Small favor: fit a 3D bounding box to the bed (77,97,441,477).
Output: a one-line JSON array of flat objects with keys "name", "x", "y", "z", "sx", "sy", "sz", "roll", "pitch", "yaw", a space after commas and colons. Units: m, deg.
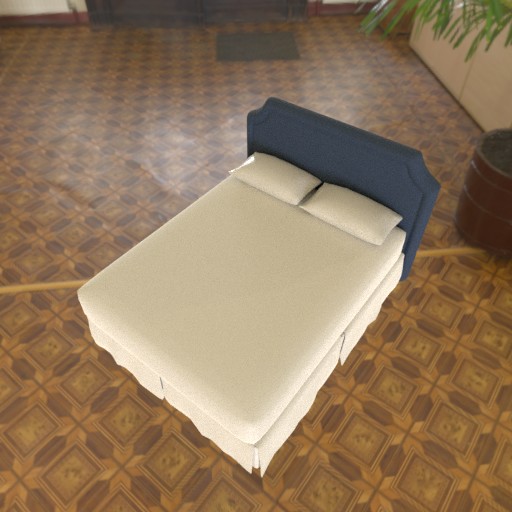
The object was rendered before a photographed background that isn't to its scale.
[{"name": "bed", "x": 0.000, "y": 0.000, "z": 3.417, "sx": 1.831, "sy": 1.297, "sz": 2.260, "roll": 30, "pitch": 54, "yaw": 25}]
